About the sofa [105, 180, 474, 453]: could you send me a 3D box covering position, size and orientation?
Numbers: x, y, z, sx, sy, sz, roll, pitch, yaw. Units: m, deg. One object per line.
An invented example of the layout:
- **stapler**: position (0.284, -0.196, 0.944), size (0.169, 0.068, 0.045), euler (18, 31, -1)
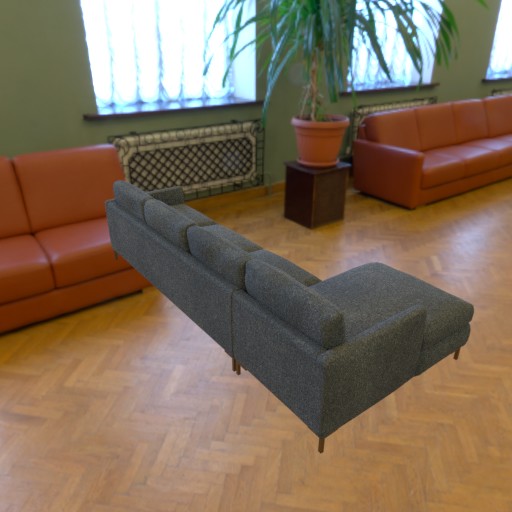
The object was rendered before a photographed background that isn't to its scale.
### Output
- **sofa**: position (0.000, 0.000, 3.505), size (1.350, 0.810, 2.932), euler (-18, 32, -33)
